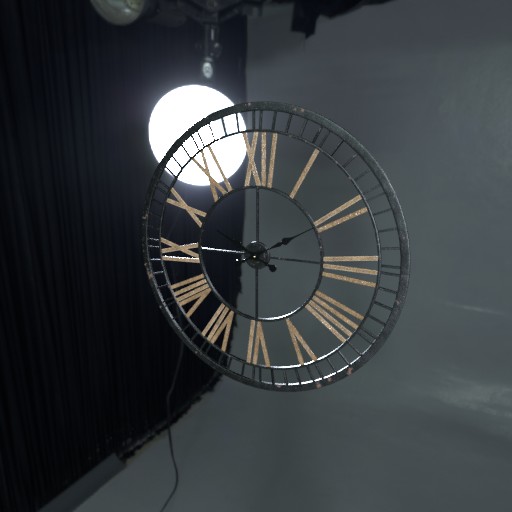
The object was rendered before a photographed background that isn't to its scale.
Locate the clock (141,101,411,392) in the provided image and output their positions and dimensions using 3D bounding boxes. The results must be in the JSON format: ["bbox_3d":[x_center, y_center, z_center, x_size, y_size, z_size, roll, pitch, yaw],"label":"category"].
[{"bbox_3d":[0.000,0.000,1.274,0.843,0.843,0.025,7,15,26],"label":"clock"}]
